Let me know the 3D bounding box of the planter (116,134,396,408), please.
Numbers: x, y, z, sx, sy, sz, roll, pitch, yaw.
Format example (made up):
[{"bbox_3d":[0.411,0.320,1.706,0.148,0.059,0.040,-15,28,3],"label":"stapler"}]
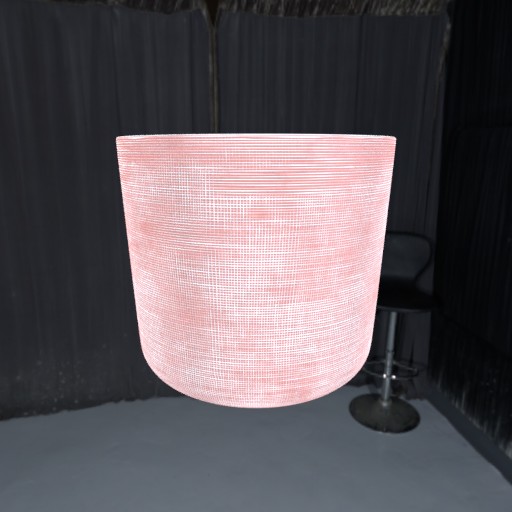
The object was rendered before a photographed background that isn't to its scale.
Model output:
[{"bbox_3d":[0.000,0.000,0.775,0.440,0.398,0.440,0,14,0],"label":"planter"}]
